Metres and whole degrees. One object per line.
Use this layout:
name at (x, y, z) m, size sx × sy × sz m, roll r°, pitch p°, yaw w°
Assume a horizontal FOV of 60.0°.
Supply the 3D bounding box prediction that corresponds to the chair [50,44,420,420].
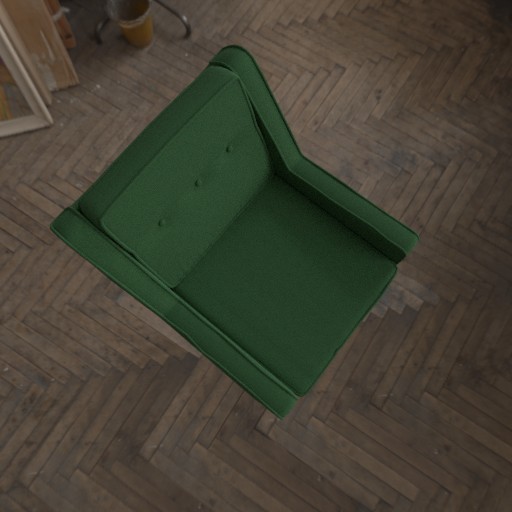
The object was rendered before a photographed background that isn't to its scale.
chair at (0.000, 0.000, 1.349) m, size 0.743 × 0.792 × 0.663 m, roll 38°, pitch 79°, yaw 9°
